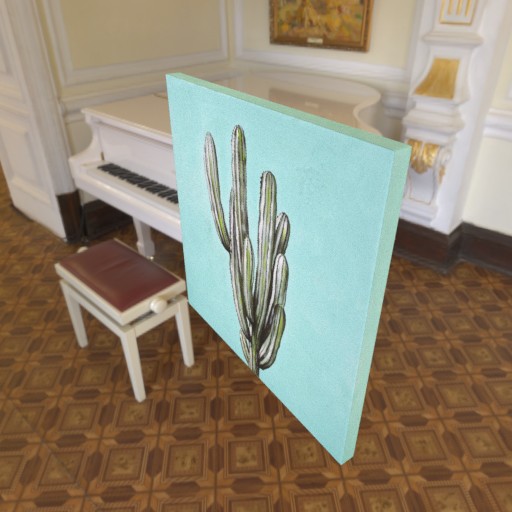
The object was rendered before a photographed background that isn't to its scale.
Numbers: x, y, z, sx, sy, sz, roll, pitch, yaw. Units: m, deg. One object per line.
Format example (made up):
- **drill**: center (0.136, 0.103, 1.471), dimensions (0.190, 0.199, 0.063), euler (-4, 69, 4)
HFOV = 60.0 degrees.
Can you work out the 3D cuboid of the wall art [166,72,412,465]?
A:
- **wall art**: center (0.000, 0.000, 1.572), dimensions (0.070, 1.073, 1.071), euler (-21, 37, -30)
